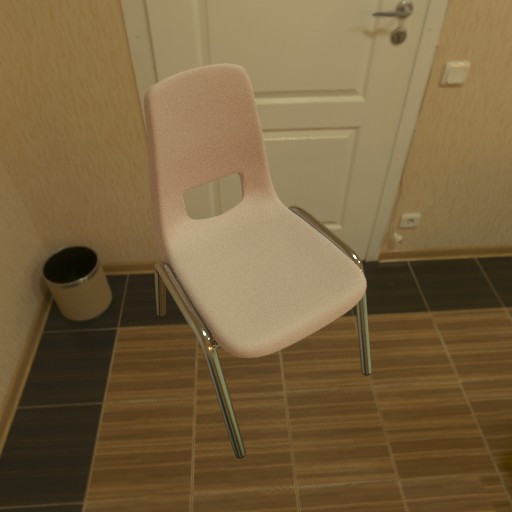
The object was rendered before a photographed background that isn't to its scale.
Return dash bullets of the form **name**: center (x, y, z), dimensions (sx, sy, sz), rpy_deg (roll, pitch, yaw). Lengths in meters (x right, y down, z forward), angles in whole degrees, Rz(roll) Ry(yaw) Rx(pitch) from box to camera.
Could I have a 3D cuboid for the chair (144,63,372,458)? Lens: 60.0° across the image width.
- **chair**: center (0.000, 0.000, 0.848), dimensions (0.354, 0.586, 0.423), rpy_deg (-24, 50, -23)
